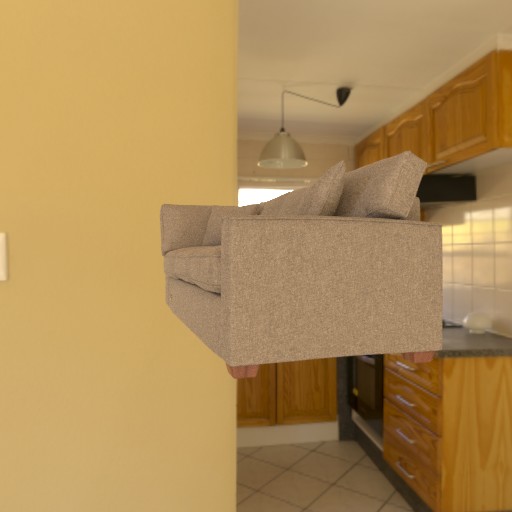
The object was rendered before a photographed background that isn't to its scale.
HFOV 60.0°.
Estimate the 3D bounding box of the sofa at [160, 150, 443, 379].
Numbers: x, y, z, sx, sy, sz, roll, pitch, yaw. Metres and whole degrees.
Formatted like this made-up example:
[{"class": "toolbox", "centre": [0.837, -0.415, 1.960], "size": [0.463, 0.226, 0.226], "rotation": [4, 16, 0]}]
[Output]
[{"class": "sofa", "centre": [0.000, 0.000, 2.935], "size": [1.061, 0.962, 2.317], "rotation": [0, 0, -18]}]
